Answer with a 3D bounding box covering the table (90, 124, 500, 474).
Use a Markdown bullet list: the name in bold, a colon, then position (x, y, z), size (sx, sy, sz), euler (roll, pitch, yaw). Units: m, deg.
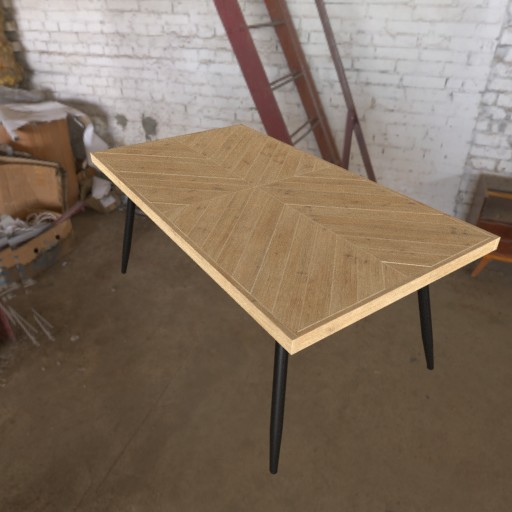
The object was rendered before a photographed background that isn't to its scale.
- **table**: position (0.000, 0.000, 2.260), size (0.991, 0.762, 1.803), euler (-20, 38, -28)
